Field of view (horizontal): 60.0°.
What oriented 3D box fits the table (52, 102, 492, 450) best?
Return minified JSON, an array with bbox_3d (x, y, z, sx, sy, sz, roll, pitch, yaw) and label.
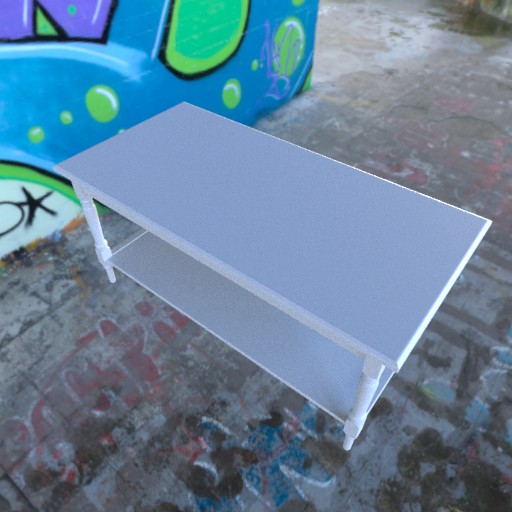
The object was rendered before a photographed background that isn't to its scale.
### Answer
[{"bbox_3d":[0.000,0.000,1.399,1.109,0.506,0.551,29,51,26],"label":"table"}]
